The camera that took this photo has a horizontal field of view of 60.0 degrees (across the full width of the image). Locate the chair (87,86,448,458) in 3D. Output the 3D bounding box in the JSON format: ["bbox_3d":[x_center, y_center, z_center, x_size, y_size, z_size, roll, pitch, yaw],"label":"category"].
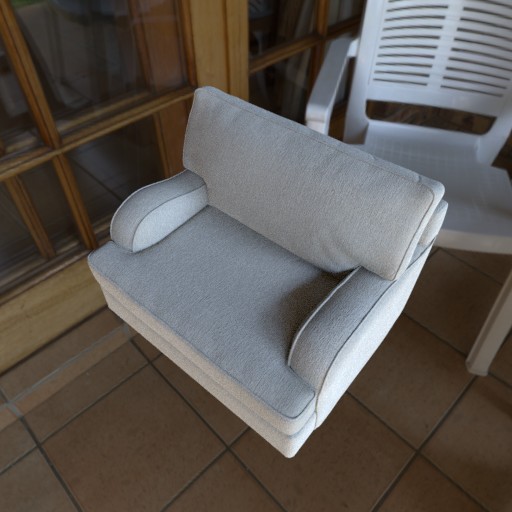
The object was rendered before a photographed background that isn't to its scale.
[{"bbox_3d":[0.000,0.000,1.999,1.220,1.016,1.041,32,55,26],"label":"chair"}]
